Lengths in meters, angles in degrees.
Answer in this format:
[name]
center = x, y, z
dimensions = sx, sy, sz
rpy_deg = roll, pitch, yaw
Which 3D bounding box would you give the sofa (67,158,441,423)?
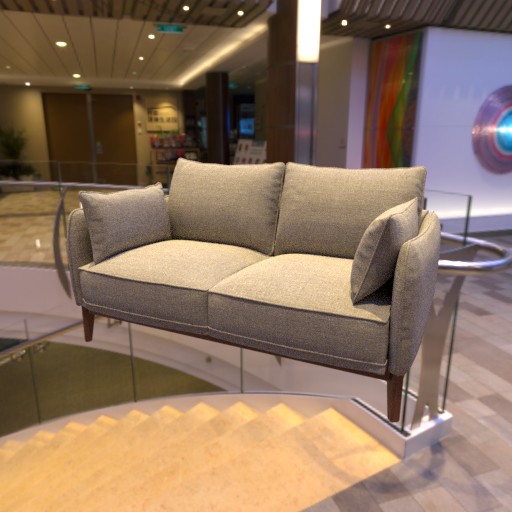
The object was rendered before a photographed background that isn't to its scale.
[sofa]
center = 0.000, 0.000, 2.106
dimensions = 1.580, 0.851, 0.972
rpy_deg = 7, 17, 25
